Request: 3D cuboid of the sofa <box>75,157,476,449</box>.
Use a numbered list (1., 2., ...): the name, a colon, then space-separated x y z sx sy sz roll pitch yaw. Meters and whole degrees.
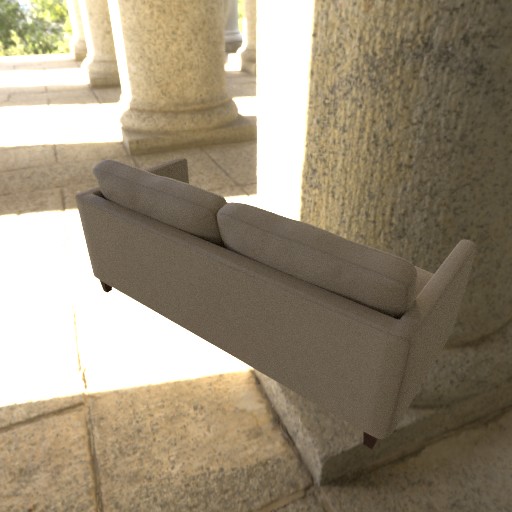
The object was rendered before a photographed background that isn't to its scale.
1. sofa: 0.000 0.000 2.639 2.181 0.932 0.948 22 38 31
